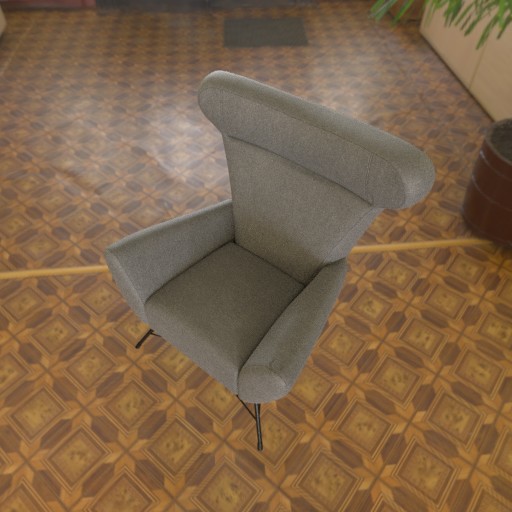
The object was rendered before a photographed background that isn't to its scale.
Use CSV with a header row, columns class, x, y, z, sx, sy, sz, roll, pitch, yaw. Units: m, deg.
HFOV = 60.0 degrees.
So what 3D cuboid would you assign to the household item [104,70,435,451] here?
class,x,y,z,sx,sy,sz,roll,pitch,yaw
household item,0.000,0.000,1.785,0.980,1.050,0.900,31,55,25
